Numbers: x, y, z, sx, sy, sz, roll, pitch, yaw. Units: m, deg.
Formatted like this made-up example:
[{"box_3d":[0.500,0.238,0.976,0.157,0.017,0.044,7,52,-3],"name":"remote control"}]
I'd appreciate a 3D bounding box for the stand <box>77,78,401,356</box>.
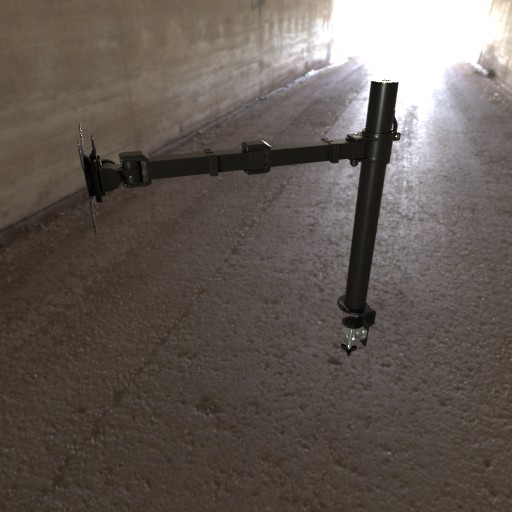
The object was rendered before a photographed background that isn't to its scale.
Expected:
[{"box_3d":[0.000,0.000,0.708,0.456,0.510,0.115,-9,31,-16],"name":"stand"}]
